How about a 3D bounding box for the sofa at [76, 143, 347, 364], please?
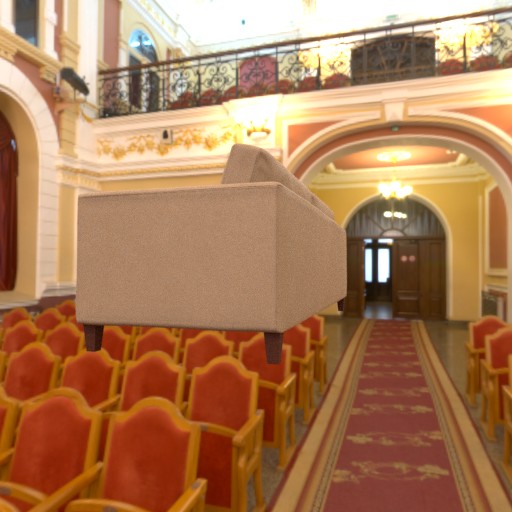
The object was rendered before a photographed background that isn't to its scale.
[{"bbox_3d":[0.000,0.000,2.967,0.988,0.912,2.404,0,-2,18],"label":"sofa"}]
